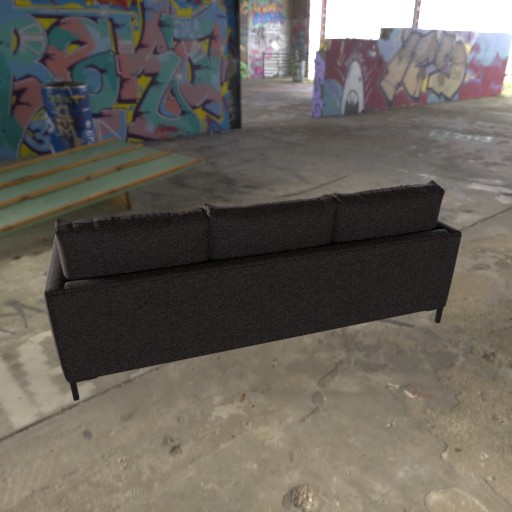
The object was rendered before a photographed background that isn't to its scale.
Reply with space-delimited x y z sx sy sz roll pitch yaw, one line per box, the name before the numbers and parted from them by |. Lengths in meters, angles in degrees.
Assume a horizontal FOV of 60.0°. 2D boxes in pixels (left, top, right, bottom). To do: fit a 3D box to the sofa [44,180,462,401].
sofa | 0.000 0.000 2.676 2.253 0.882 0.876 -8 26 -17
